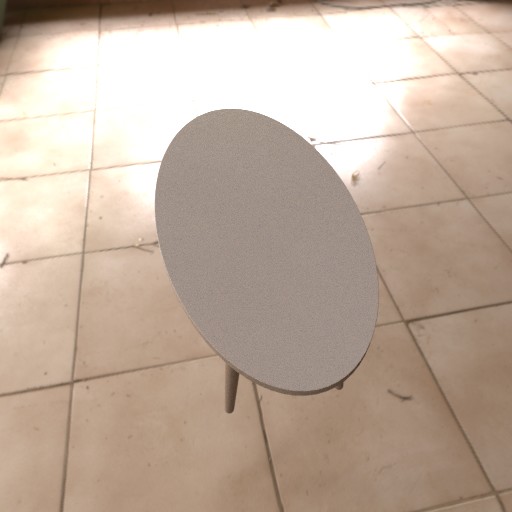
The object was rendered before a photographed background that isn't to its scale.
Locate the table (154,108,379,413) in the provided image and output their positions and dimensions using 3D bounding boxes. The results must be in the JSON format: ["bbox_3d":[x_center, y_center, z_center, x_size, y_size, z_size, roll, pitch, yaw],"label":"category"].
[{"bbox_3d":[0.000,0.000,1.346,0.542,0.390,1.083,-9,48,-9],"label":"table"}]
